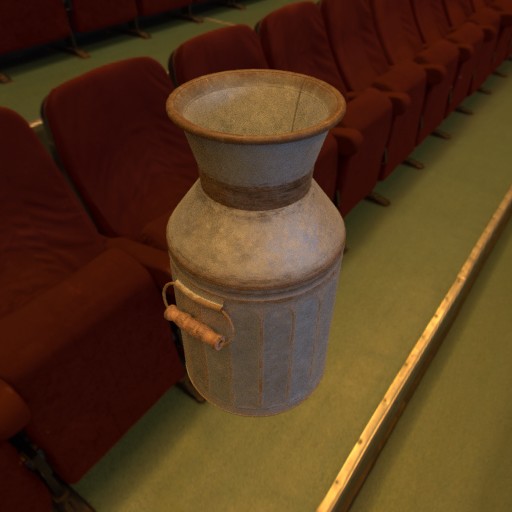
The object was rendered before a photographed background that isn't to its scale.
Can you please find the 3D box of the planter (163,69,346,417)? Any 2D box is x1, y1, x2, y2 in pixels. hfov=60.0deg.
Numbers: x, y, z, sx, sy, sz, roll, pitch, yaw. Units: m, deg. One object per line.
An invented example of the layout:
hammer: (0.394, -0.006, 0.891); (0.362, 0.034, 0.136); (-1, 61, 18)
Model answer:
planter: (0.000, 0.000, 0.550); (0.214, 0.396, 0.245); (26, 47, 27)
